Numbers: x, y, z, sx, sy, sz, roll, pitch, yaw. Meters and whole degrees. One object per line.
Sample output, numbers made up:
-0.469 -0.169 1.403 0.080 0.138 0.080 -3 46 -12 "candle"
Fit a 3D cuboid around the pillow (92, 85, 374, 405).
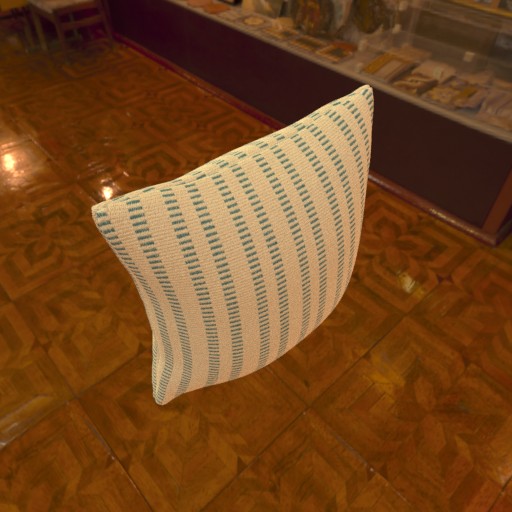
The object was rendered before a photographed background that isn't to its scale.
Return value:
0.000 0.000 0.688 0.438 0.419 0.247 -31 54 -27 "pillow"
